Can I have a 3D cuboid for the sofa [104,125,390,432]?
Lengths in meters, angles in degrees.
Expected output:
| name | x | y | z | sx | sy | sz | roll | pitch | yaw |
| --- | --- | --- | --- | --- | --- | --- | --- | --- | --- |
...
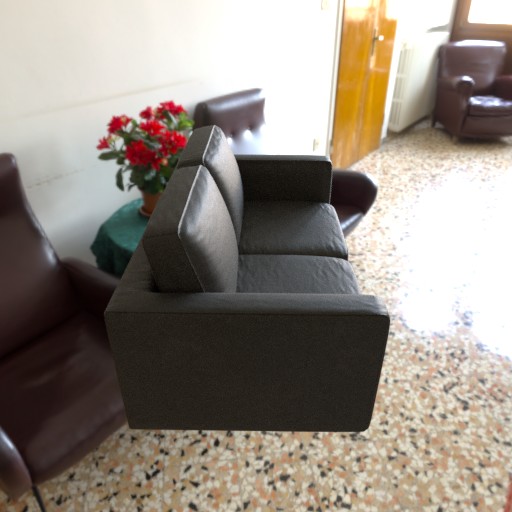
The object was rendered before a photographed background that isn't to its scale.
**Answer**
| name | x | y | z | sx | sy | sz | roll | pitch | yaw |
| --- | --- | --- | --- | --- | --- | --- | --- | --- | --- |
| sofa | 0.000 | 0.000 | 2.022 | 0.879 | 0.899 | 1.430 | 0 | 31 | 1 |
